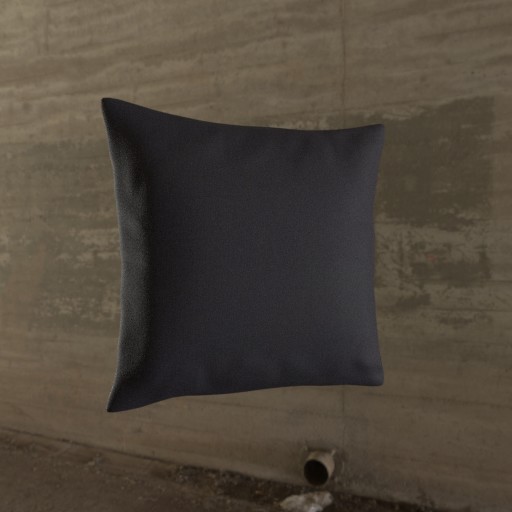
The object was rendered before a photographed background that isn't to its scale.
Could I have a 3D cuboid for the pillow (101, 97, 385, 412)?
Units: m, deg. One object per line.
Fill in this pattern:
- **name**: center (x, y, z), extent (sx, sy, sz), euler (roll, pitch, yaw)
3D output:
- **pillow**: center (0.000, 0.000, 0.787), extent (0.520, 0.508, 0.166), euler (0, 0, -17)
